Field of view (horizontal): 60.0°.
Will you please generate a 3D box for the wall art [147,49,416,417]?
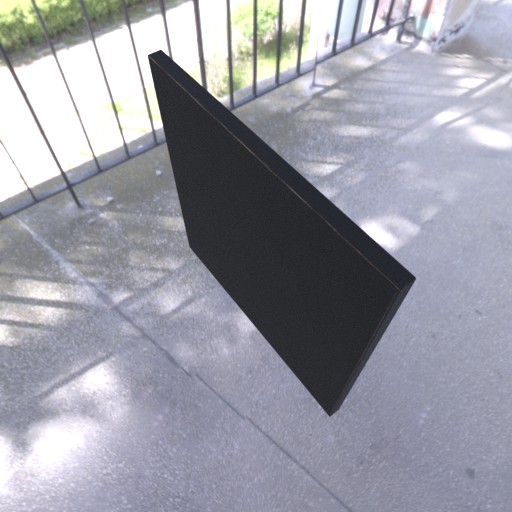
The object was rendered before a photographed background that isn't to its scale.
[{"bbox_3d":[0.000,0.000,0.460,0.015,0.303,0.304,-32,62,-20],"label":"wall art"}]
